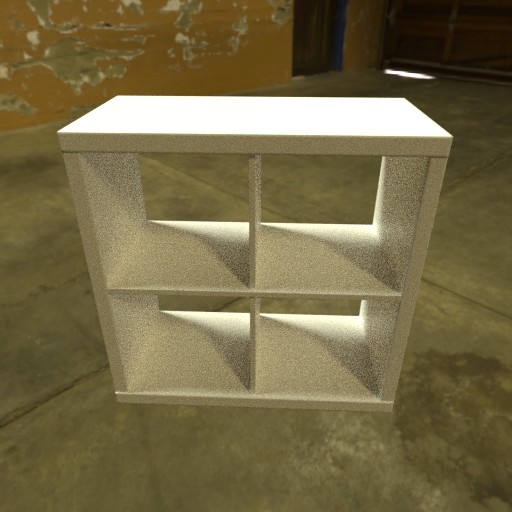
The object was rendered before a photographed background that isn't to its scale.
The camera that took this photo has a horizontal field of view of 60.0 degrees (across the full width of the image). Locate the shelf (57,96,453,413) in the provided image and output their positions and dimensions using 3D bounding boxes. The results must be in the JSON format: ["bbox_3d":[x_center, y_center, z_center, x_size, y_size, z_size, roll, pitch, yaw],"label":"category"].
[{"bbox_3d":[0.000,0.000,1.248,0.790,0.786,0.390,1,30,2],"label":"shelf"}]
